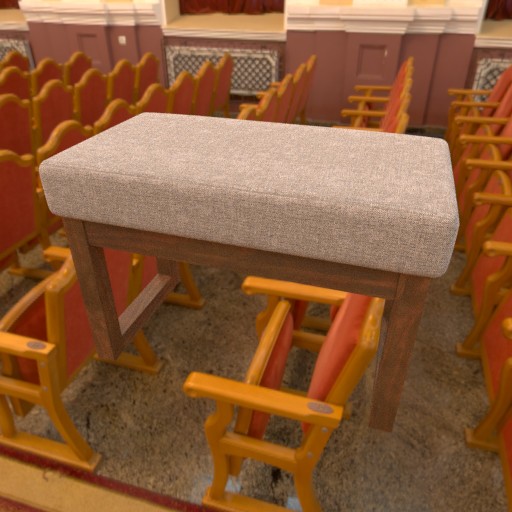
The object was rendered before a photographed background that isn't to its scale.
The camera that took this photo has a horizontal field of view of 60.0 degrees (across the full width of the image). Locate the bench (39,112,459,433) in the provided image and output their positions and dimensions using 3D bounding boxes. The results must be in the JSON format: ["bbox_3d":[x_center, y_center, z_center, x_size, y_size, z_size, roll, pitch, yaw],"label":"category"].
[{"bbox_3d":[0.000,0.000,0.928,0.681,0.467,0.366,10,33,15],"label":"bench"}]
